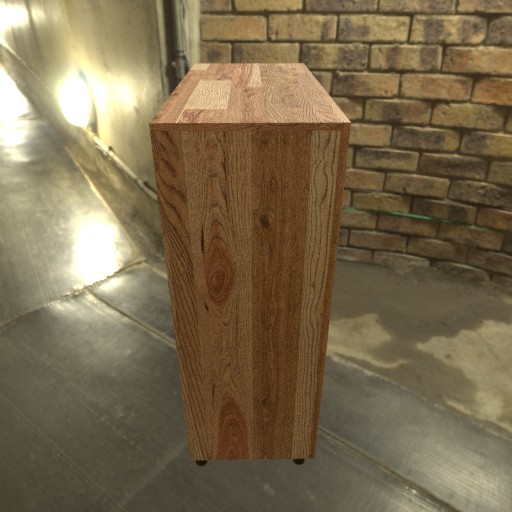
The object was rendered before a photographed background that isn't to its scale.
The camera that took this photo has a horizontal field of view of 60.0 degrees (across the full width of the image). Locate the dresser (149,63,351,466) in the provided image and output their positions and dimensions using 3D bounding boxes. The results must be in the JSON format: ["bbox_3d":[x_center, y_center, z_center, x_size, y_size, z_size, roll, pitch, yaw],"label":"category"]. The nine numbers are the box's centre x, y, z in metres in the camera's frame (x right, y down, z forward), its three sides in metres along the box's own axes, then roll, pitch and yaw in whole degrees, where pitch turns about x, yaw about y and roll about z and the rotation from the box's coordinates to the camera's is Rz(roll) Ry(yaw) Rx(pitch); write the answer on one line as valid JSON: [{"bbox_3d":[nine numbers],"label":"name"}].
[{"bbox_3d":[0.000,0.000,1.697,0.480,1.243,0.966,0,31,-1],"label":"dresser"}]
